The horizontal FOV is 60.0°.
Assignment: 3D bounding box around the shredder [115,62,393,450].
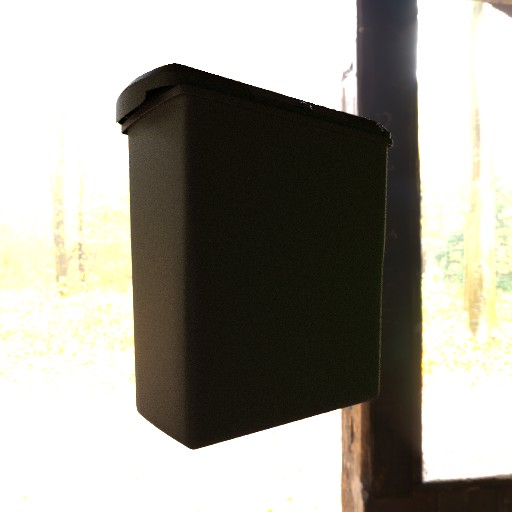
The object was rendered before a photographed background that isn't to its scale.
[{"bbox_3d":[0.000,0.000,0.507,0.320,0.335,0.170,1,-1,-37],"label":"shredder"}]
